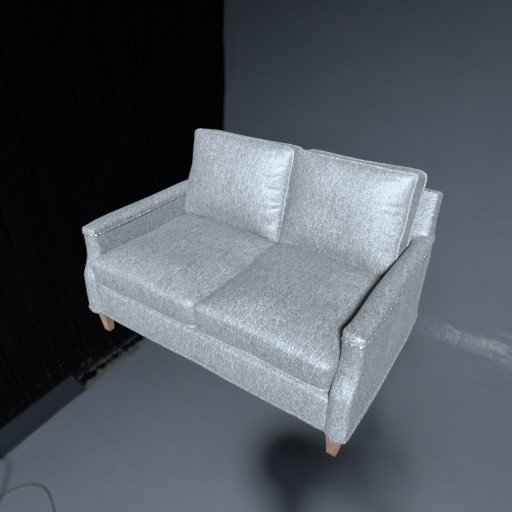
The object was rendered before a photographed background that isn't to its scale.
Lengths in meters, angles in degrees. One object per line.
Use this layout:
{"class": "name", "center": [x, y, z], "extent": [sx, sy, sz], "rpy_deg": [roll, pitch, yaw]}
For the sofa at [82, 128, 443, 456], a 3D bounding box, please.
{"class": "sofa", "center": [0.000, 0.000, 2.336], "extent": [1.597, 1.003, 1.084], "rpy_deg": [19, 36, 29]}
